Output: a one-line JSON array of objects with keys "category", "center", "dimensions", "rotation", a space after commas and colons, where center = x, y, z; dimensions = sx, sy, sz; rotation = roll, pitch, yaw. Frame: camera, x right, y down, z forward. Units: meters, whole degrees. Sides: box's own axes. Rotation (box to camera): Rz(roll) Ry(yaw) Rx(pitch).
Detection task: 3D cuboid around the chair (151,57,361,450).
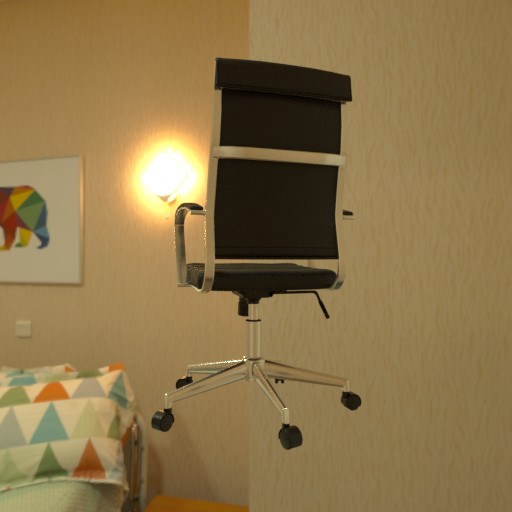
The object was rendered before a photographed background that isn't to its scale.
[{"category": "chair", "center": [0.000, 0.000, 1.642], "dimensions": [0.766, 1.149, 0.739], "rotation": [0, -1, -17]}]
